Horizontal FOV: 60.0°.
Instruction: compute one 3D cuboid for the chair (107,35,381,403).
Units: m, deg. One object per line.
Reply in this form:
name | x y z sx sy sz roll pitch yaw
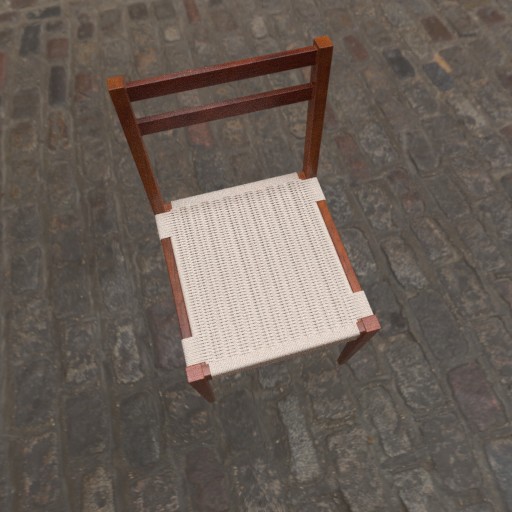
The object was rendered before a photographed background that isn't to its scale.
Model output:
chair | 0.000 0.000 1.213 0.495 0.851 0.569 -14 65 -7
